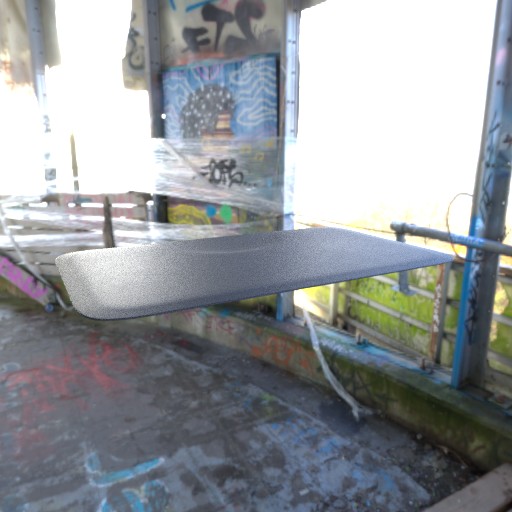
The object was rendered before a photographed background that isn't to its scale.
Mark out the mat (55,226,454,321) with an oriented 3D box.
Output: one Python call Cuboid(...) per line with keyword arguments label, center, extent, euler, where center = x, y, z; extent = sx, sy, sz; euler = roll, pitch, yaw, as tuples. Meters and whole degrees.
Cuboid(label="mat", center=(0.000, 0.000, 1.890), extent=(1.524, 0.013, 0.918), euler=(-7, 16, -27))
